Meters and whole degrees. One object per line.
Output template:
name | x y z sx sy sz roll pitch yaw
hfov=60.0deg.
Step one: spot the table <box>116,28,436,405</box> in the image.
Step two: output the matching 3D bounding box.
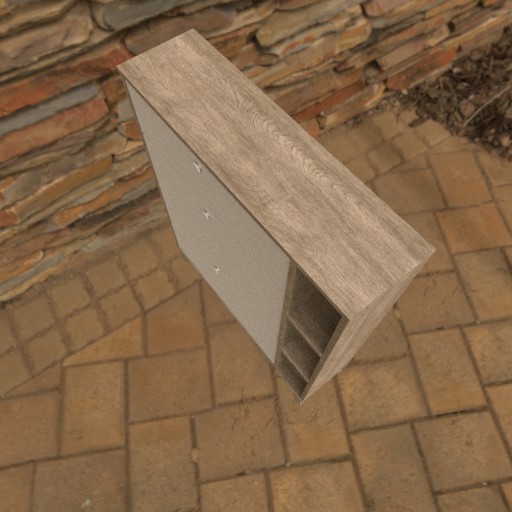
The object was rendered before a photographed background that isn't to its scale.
table | 0.000 0.000 1.563 0.256 1.135 0.902 -35 68 -16
